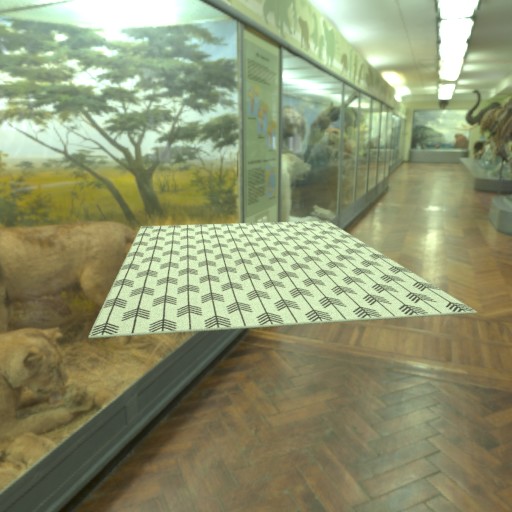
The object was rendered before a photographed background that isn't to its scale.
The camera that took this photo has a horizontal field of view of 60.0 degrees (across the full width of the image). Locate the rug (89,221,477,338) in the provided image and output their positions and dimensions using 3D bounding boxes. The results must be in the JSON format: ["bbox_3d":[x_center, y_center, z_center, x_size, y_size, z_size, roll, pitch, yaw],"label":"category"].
[{"bbox_3d":[0.000,0.000,4.045,2.330,0.010,3.061,-2,16,-8],"label":"rug"}]
